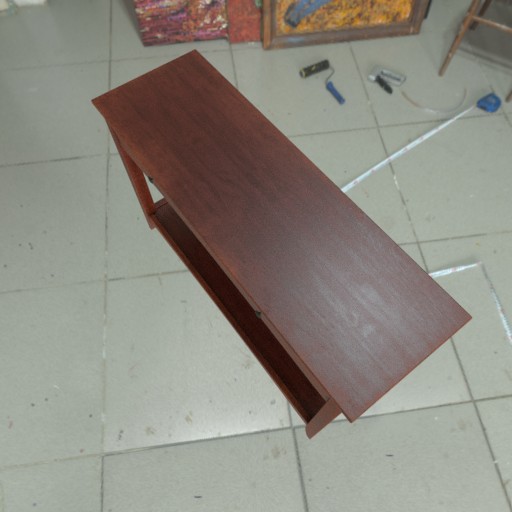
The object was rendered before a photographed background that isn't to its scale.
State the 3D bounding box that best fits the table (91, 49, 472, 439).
[{"bbox_3d":[0.000,0.000,1.541,0.392,0.739,1.188,-34,68,-16],"label":"table"}]
